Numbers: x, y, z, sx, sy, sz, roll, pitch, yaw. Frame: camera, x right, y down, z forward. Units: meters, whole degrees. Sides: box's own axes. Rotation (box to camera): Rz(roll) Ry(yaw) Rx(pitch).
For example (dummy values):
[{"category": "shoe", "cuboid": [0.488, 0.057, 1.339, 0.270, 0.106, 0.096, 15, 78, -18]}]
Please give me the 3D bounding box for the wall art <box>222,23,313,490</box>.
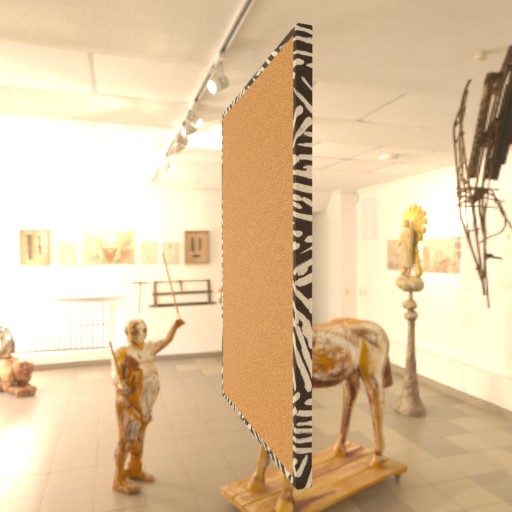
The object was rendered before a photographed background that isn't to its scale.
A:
[{"category": "wall art", "cuboid": [0.000, 0.000, 1.165, 0.035, 0.918, 0.615, 0, 1, -18]}]
